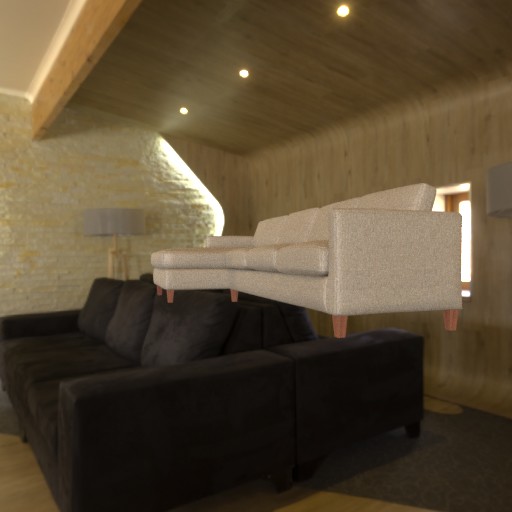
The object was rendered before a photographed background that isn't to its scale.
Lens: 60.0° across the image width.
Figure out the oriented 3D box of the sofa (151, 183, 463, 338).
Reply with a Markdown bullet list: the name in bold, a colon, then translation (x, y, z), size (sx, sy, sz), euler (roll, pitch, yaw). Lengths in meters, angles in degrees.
- **sofa**: translation (0.000, 0.000, 3.822), size (1.502, 0.876, 3.201), euler (0, 0, -19)
